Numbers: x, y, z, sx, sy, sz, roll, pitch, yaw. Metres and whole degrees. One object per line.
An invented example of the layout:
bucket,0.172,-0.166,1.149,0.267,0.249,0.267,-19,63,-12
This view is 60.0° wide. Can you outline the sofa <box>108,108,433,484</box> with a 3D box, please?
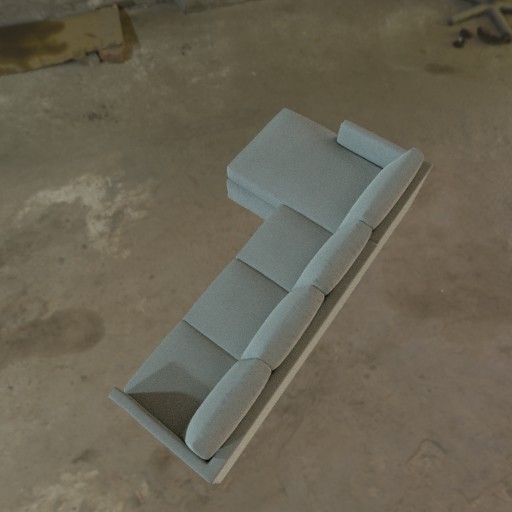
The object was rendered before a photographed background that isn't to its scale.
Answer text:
sofa,0.000,0.000,3.853,1.650,0.922,3.205,33,68,16
